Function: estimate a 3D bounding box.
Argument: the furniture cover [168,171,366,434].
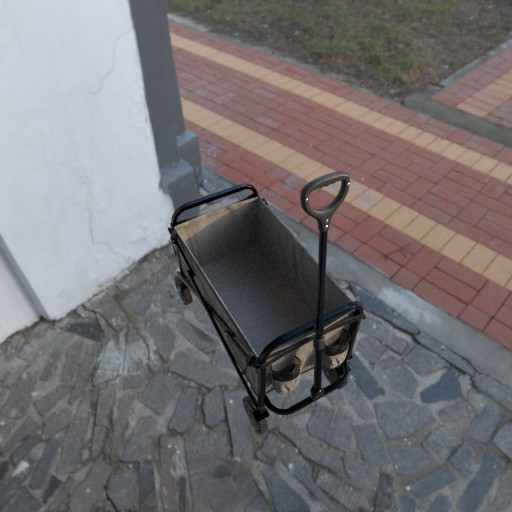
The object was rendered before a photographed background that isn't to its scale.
[{"bbox_3d":[0.000,0.000,1.841,0.532,1.295,1.038,-22,51,-20],"label":"furniture cover"}]
